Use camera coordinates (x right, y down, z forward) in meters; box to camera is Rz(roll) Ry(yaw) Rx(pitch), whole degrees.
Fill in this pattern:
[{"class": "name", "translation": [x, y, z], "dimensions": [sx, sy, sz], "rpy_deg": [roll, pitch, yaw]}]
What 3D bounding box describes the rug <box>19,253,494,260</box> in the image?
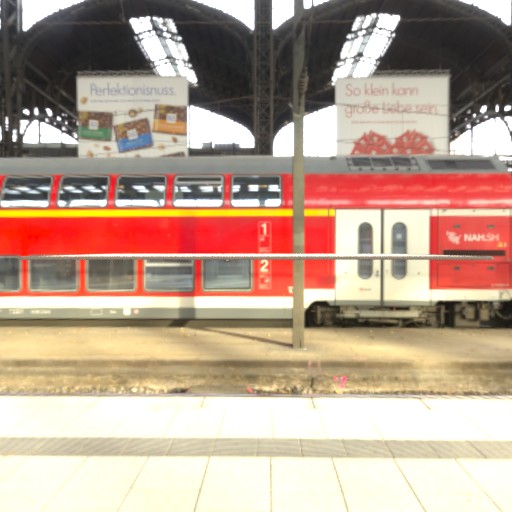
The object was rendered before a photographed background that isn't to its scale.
[{"class": "rug", "translation": [0.000, 0.000, 2.084], "dimensions": [1.676, 0.013, 1.067], "rpy_deg": [0, 1, 0]}]
